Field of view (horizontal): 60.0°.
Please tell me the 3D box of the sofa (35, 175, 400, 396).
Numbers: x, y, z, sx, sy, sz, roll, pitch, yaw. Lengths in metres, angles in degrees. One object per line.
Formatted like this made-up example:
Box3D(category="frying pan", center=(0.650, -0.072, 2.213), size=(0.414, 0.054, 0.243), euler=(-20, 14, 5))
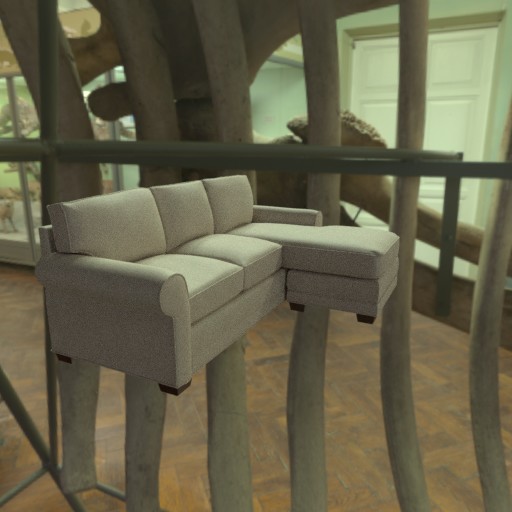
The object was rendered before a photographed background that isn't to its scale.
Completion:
Box3D(category="sofa", center=(0.000, 0.000, 2.323), size=(1.226, 0.734, 1.770), euler=(7, 16, 26))
